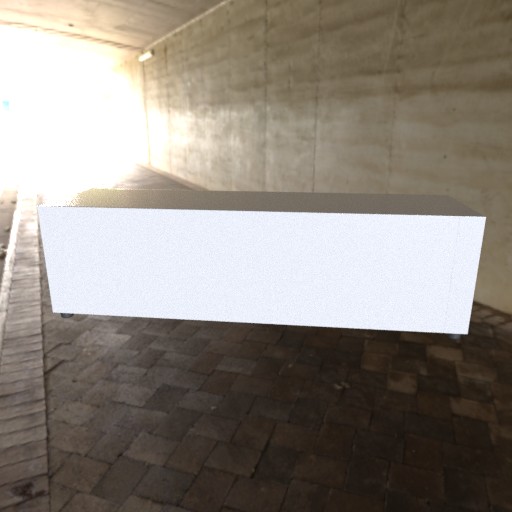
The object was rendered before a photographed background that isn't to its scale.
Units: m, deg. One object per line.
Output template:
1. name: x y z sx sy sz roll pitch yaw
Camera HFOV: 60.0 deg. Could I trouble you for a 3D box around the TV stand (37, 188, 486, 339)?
1. TV stand: 0.000 0.000 1.732 1.500 0.440 0.410 2 18 6
